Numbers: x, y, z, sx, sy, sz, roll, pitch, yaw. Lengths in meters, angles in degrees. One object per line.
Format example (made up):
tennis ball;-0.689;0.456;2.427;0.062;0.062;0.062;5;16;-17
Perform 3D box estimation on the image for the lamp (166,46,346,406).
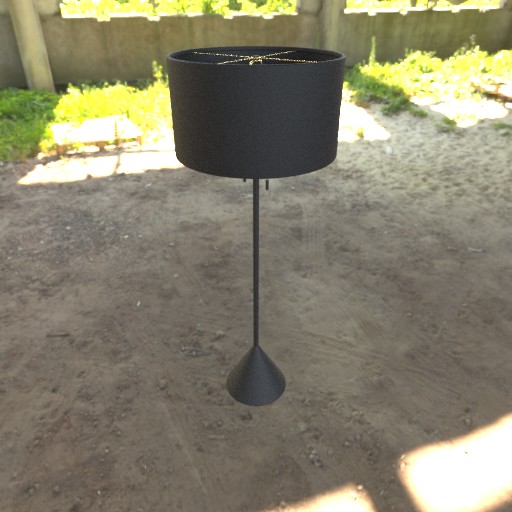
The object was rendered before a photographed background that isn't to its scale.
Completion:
lamp;0.000;0.000;1.830;0.580;1.526;0.580;19;35;29
